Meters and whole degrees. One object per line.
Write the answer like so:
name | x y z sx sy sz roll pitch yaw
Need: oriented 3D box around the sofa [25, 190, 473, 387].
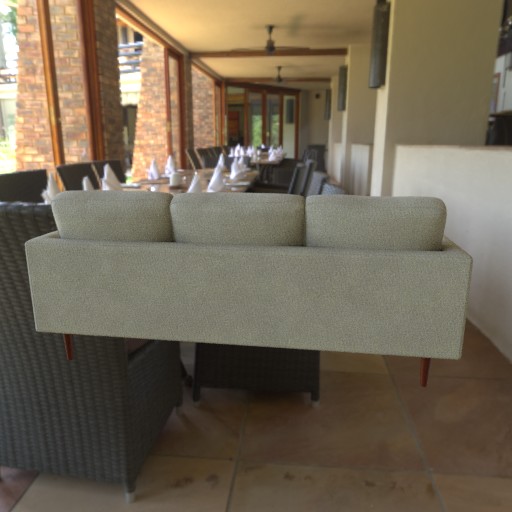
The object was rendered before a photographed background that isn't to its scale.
sofa | 0.000 0.000 2.917 2.233 0.956 1.504 2 15 8
